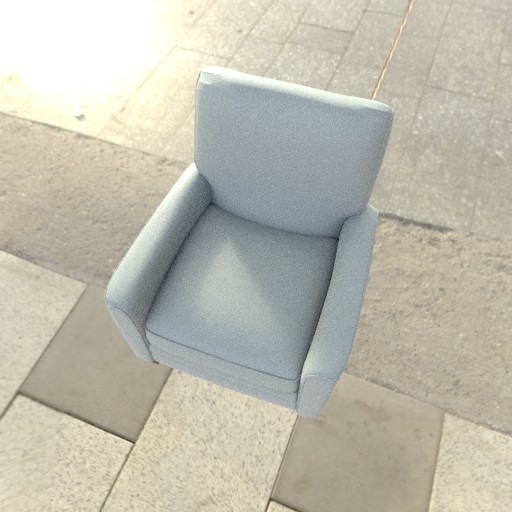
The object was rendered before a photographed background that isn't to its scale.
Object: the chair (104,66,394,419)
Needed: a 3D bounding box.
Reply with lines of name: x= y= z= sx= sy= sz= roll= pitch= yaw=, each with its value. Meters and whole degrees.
chair: x=0.000 y=0.000 z=1.683 sx=0.853 sy=1.007 sz=0.846 roll=17 pitch=59 yaw=10
